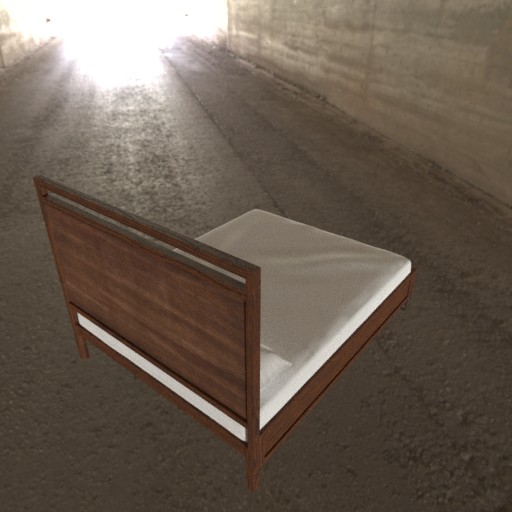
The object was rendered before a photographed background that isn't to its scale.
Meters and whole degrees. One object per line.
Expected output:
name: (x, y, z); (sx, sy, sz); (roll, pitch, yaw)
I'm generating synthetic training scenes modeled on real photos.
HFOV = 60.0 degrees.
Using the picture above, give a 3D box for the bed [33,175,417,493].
bed: (0.000, 0.000, 3.381); (1.765, 1.487, 2.218); (22, 37, 33)
